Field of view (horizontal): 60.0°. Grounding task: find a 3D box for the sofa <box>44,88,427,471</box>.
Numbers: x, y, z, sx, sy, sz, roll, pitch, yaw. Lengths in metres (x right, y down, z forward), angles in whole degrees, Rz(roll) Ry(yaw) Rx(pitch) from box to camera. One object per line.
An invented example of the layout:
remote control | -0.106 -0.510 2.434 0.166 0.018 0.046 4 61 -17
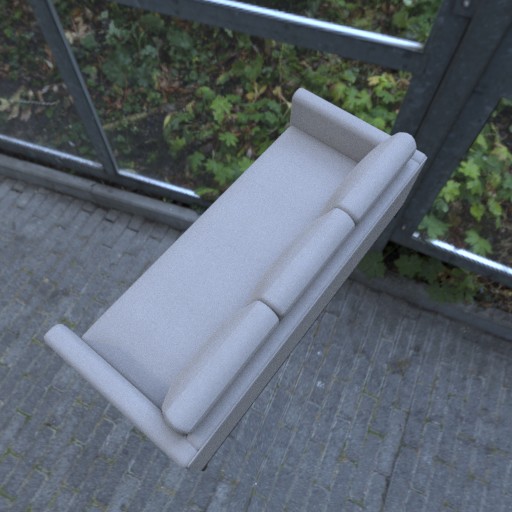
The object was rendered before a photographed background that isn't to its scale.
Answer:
sofa | 0.000 0.000 2.642 0.959 0.838 2.210 35 68 16
